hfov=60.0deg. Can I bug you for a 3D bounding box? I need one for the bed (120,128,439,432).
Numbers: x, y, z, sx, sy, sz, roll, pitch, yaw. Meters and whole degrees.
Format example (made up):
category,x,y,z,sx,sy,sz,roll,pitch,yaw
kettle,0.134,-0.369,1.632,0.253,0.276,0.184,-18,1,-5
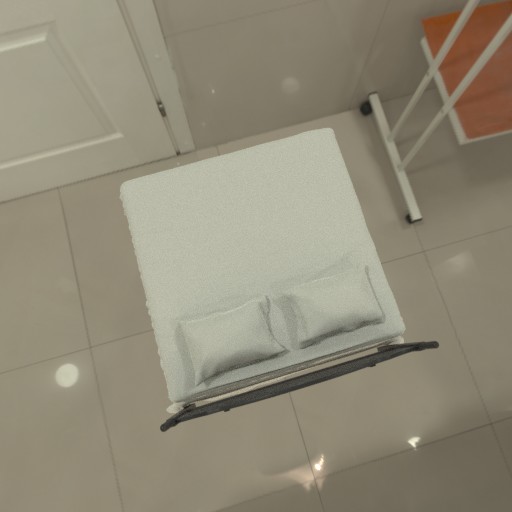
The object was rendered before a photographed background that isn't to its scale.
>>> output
category,x,y,z,sx,sy,sz,roll,pitch,yaw
bed,0.000,0.000,3.771,2.322,1.355,2.219,-16,77,-4
